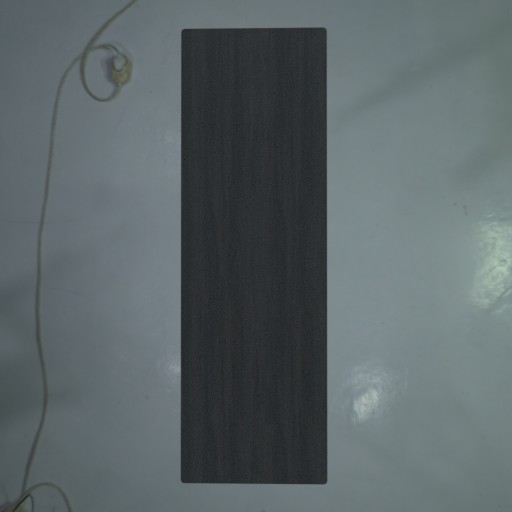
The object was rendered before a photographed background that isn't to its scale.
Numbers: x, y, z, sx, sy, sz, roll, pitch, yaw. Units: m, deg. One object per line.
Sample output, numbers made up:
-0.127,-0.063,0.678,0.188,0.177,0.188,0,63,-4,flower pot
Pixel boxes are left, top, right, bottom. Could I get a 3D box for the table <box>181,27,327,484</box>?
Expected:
0.000,0.000,1.735,0.449,0.750,1.399,0,90,1,table
